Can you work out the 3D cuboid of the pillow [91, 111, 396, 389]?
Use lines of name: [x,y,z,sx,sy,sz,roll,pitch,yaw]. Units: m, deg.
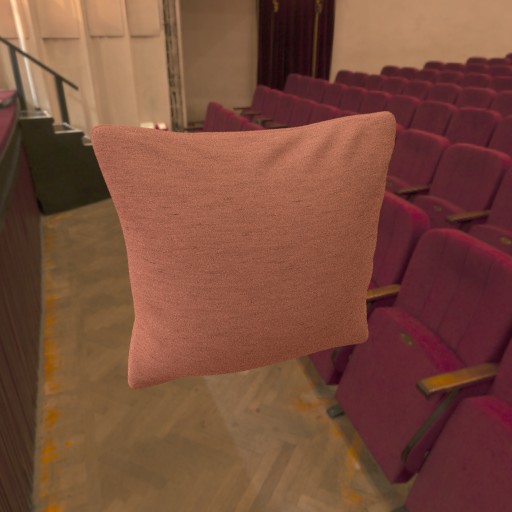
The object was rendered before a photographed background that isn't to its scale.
pillow: [0.000,0.000,0.687,0.432,0.415,0.246,-8,27,-15]
